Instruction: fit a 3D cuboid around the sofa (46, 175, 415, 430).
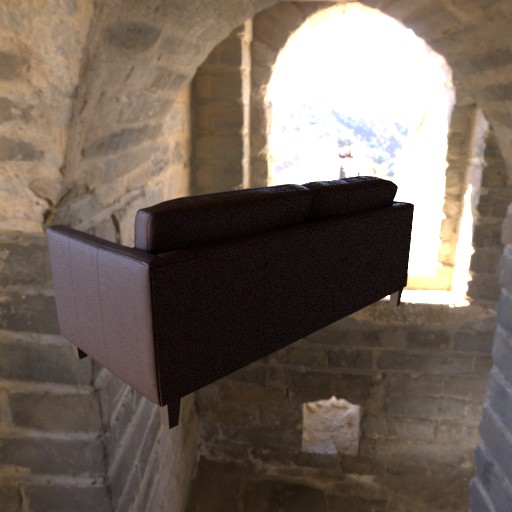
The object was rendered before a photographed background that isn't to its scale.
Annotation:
[{"bbox_3d":[0.000,0.000,2.510,0.923,0.863,1.971,14,21,43],"label":"sofa"}]
